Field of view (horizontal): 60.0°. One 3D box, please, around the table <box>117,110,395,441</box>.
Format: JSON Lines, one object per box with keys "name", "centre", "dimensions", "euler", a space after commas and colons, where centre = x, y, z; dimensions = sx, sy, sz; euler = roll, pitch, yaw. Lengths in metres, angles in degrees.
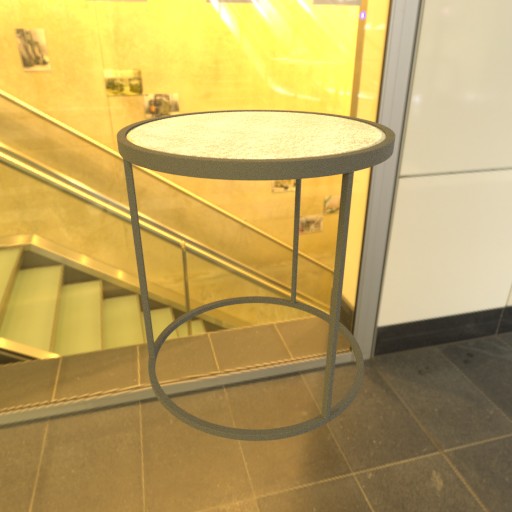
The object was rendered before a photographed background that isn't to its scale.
{"name": "table", "centre": [0.000, 0.000, 0.885], "dimensions": [0.470, 0.498, 0.470], "euler": [0, 26, 0]}
